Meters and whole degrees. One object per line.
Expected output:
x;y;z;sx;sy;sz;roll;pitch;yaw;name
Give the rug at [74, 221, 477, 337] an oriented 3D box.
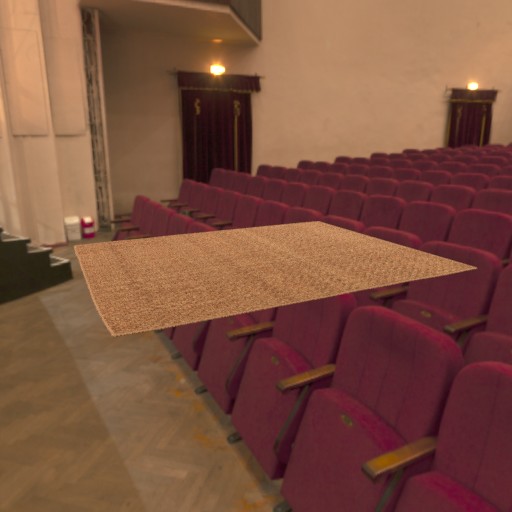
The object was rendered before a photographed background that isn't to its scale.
0.000;0.000;4.168;3.048;0.013;2.439;-7;17;-25;rug
